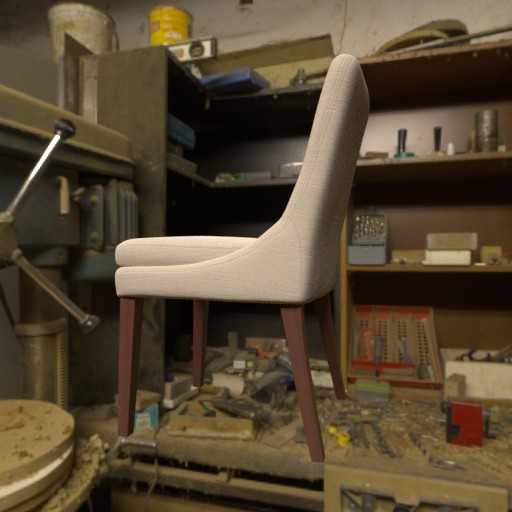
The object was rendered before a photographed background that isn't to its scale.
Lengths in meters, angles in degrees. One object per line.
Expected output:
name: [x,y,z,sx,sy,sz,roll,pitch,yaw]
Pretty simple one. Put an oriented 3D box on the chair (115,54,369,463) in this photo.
chair: [0.000,0.000,1.294,0.638,0.940,0.515,0,0,18]
